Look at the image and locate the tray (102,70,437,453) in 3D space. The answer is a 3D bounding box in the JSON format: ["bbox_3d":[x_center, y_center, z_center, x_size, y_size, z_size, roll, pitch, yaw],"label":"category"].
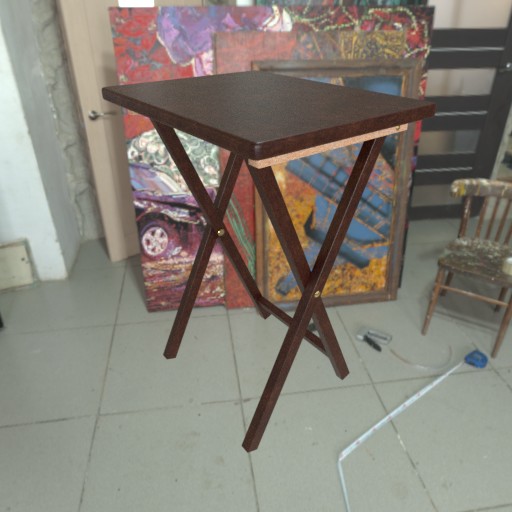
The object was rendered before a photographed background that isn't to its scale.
[{"bbox_3d":[0.000,0.000,0.949,0.381,0.660,0.483,-22,37,-32],"label":"tray"}]
